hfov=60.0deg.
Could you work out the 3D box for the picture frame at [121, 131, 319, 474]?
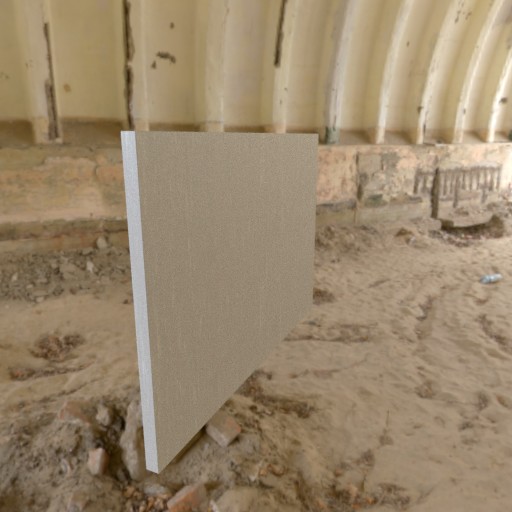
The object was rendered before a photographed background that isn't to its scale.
[{"bbox_3d":[0.000,0.000,1.196,0.029,0.640,0.950,7,17,24],"label":"picture frame"}]
